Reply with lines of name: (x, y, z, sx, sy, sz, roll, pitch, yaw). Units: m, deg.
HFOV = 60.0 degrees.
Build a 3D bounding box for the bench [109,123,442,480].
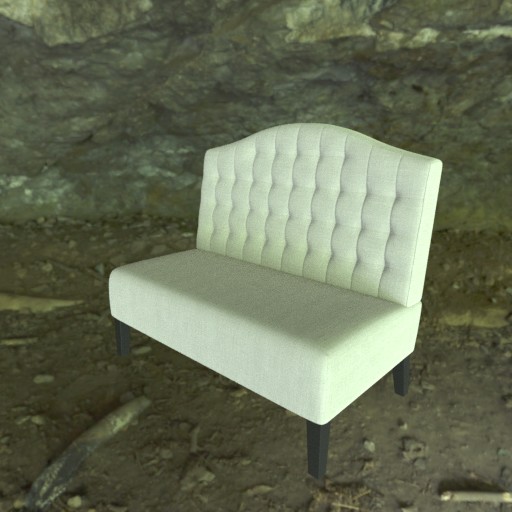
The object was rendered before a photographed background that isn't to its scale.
bench: (0.000, 0.000, 2.048, 1.335, 1.180, 0.815, 14, 22, 41)
